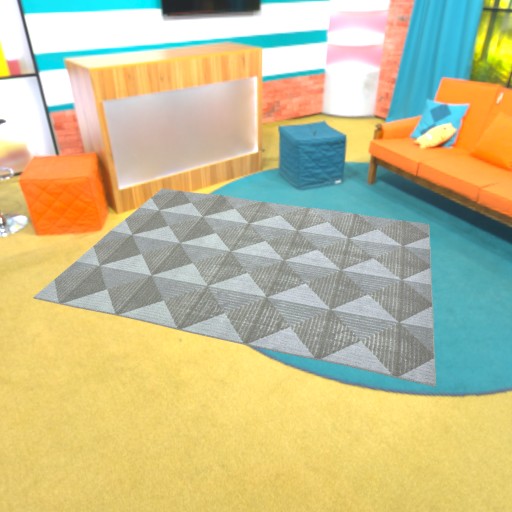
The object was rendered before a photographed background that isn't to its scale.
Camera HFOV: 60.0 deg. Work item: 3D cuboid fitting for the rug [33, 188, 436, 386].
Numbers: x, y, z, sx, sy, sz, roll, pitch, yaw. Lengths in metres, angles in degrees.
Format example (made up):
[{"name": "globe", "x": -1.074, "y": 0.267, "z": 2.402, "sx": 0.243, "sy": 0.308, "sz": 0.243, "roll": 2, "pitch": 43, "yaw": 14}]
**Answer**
[{"name": "rug", "x": 0.000, "y": 0.000, "z": 4.428, "sx": 3.333, "sy": 0.027, "sz": 2.428, "roll": 9, "pitch": 34, "yaw": 14}]
